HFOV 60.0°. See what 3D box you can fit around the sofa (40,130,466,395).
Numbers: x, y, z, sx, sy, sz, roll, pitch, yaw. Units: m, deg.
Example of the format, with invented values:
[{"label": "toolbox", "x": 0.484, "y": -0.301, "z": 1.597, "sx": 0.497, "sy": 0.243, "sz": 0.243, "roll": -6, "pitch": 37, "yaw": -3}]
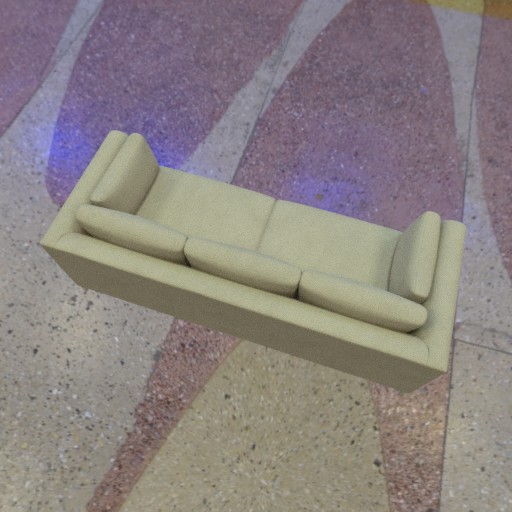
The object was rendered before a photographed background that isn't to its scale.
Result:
[{"label": "sofa", "x": 0.000, "y": 0.000, "z": 2.956, "sx": 2.415, "sy": 0.867, "sz": 0.969, "roll": 17, "pitch": 64, "yaw": 8}]
